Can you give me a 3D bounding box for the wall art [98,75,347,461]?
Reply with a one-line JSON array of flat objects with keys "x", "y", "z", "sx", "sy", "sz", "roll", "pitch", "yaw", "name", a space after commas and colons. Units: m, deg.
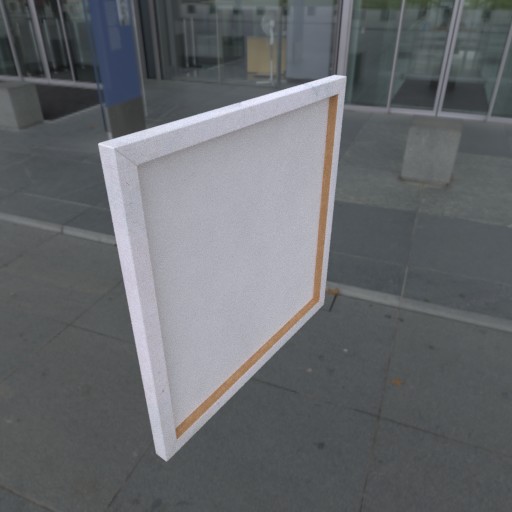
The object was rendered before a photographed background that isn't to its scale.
[{"x": 0.000, "y": 0.000, "z": 1.126, "sx": 0.038, "sy": 0.762, "sz": 0.762, "roll": 21, "pitch": 37, "yaw": 31, "name": "wall art"}]
